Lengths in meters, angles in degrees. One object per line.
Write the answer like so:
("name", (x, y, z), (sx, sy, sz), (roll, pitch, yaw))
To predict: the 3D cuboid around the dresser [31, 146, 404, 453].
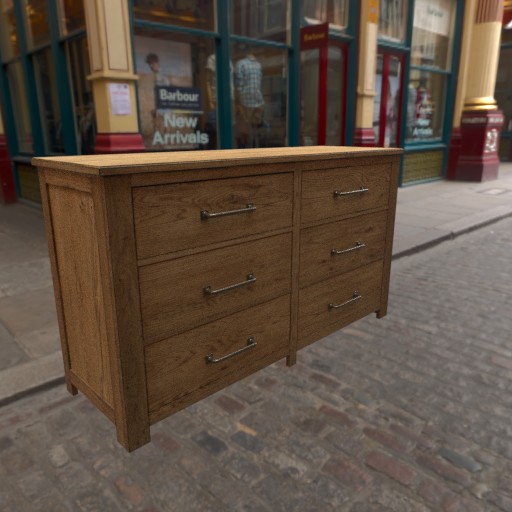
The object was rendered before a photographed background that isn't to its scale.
("dresser", (0.000, 0.000, 2.044), (1.657, 0.932, 0.563), (-15, 22, -42))
